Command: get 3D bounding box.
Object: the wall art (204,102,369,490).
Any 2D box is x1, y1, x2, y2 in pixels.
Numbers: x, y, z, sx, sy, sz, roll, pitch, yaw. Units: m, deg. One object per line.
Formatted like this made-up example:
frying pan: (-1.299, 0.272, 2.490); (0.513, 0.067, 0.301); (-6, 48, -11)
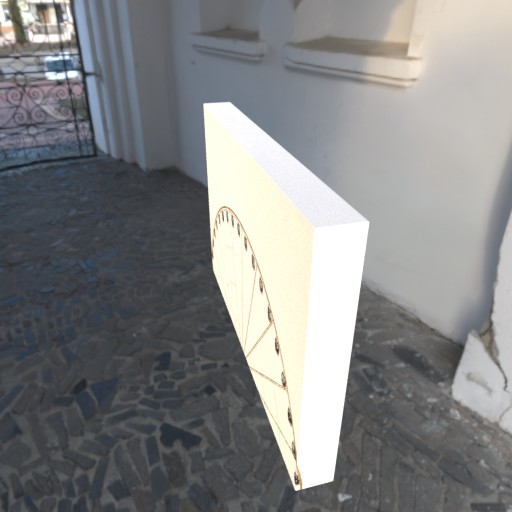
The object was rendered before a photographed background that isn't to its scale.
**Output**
wall art: (0.000, 0.000, 0.487); (0.039, 0.254, 0.384); (-8, 31, -13)
